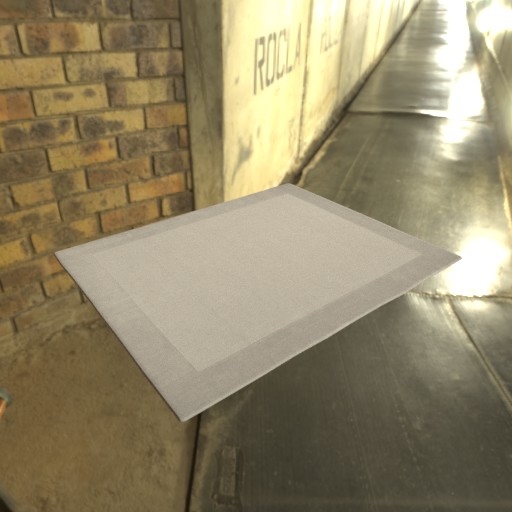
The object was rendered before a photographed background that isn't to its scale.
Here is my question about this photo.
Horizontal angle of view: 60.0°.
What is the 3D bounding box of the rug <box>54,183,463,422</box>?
[{"bbox_3d":[0.000,0.000,4.118,2.976,0.018,2.430,-21,36,-32],"label":"rug"}]
